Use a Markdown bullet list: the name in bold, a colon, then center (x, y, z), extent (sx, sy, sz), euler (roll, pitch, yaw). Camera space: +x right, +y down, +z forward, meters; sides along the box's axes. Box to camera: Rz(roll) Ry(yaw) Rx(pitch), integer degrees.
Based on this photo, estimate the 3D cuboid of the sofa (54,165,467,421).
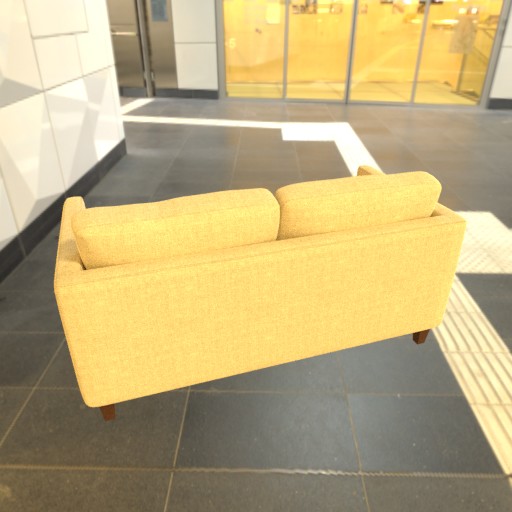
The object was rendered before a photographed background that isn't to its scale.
- **sofa**: center (0.000, 0.000, 2.384), extent (1.884, 0.963, 0.950), euler (-9, 30, -16)
